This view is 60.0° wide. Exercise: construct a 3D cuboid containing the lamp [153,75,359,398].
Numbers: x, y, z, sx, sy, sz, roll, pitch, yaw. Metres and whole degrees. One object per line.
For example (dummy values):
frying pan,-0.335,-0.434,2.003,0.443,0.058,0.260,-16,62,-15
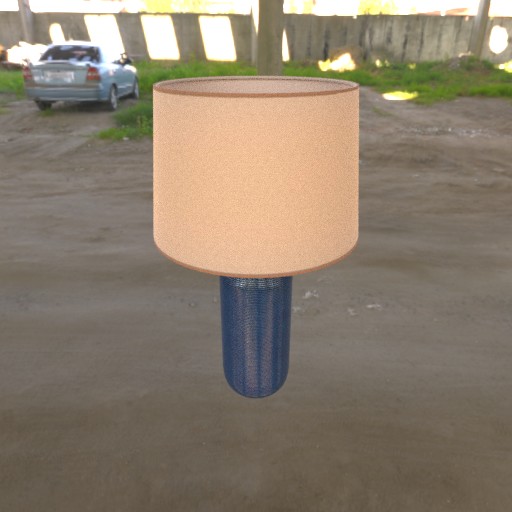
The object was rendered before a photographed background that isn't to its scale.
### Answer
lamp,0.000,0.000,0.834,0.367,0.609,0.367,0,26,0
